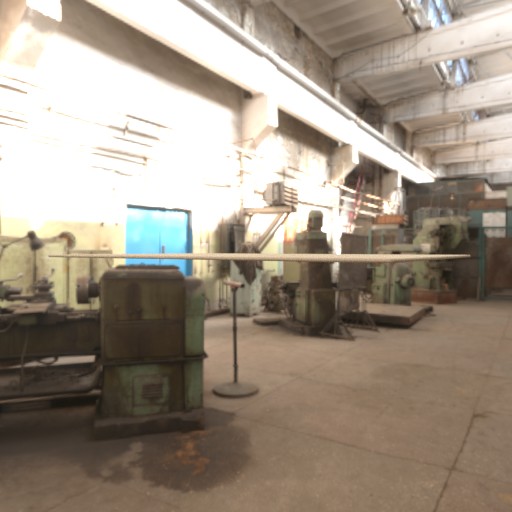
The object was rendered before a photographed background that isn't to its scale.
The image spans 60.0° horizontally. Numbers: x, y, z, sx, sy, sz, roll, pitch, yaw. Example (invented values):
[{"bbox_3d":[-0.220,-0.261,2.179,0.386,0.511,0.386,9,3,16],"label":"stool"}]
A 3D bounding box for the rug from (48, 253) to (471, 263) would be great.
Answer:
[{"bbox_3d":[0.000,0.000,2.316,1.848,0.014,1.238,1,1,35],"label":"rug"}]
